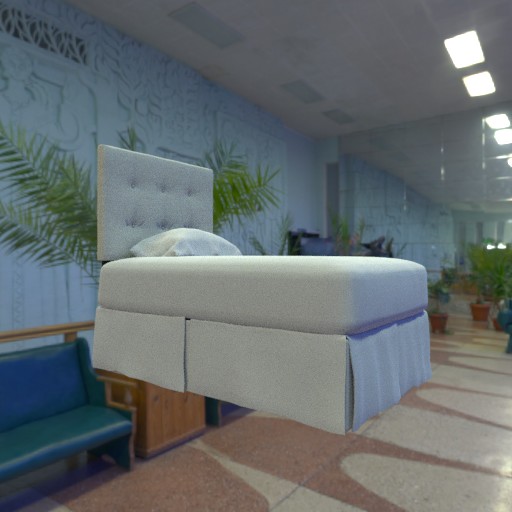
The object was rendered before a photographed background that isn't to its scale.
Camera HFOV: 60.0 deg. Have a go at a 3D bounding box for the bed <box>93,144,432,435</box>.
[{"bbox_3d":[0.000,0.000,2.982,1.997,1.571,1.261,0,0,37],"label":"bed"}]
